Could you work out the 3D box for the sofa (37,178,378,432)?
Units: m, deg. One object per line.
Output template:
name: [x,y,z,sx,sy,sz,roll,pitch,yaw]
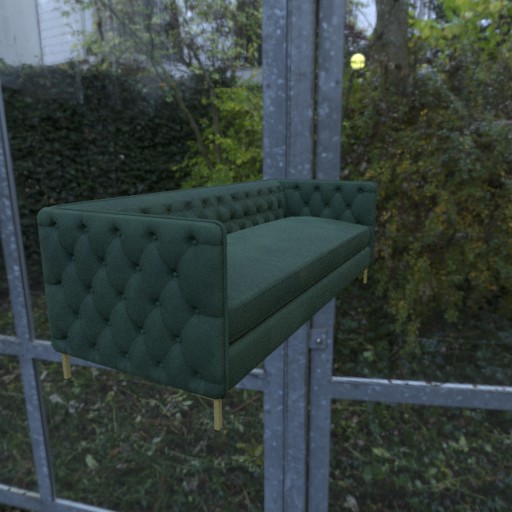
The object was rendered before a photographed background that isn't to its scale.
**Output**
sofa: [0.000,0.000,2.597,0.895,0.771,2.209,7,15,27]
